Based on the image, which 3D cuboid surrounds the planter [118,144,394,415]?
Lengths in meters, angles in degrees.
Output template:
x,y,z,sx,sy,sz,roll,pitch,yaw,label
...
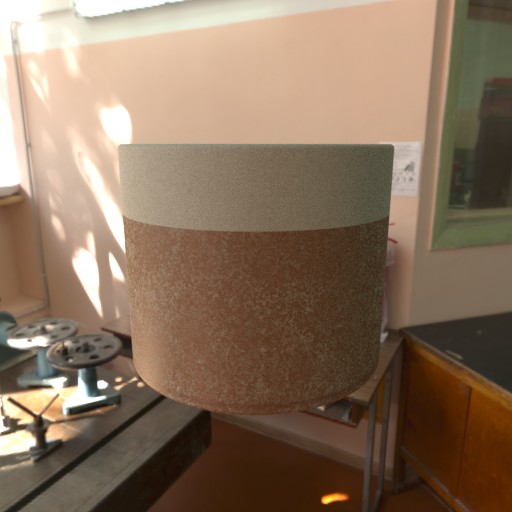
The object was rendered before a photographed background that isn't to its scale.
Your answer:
x,y,z,sx,sy,sz,roll,pitch,yaw,label
0.000,0.000,0.281,0.159,0.138,0.159,0,14,0,planter
